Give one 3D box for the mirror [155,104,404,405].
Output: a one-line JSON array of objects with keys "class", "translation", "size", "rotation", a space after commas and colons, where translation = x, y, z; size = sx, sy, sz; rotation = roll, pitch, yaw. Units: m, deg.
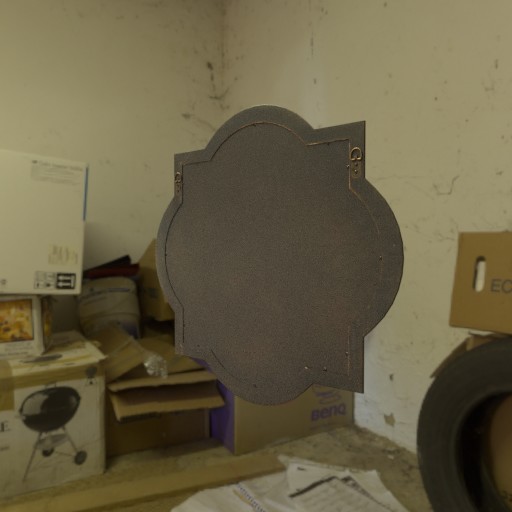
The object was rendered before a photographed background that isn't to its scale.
[{"class": "mirror", "translation": [0.000, 0.000, 1.053], "size": [0.686, 0.686, 0.019], "rotation": [1, 2, 37]}]
